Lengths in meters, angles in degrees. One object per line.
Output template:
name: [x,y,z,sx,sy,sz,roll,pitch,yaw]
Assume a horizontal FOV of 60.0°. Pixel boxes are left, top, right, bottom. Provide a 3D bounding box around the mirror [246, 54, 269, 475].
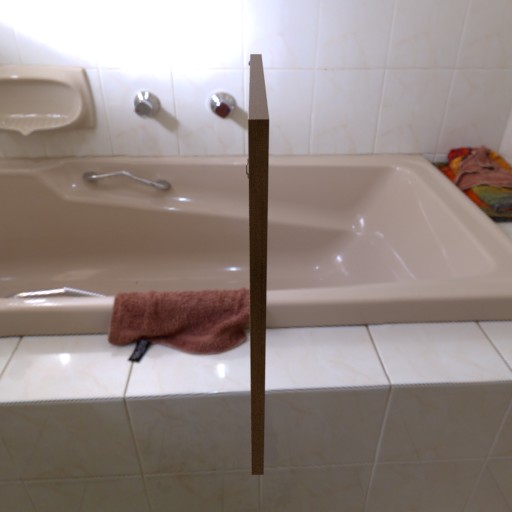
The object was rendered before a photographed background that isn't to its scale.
mirror: [0.000,0.000,1.335,0.040,1.016,0.762,0,32,0]
